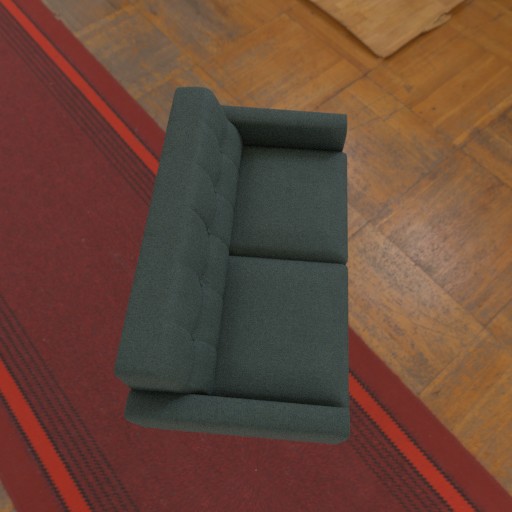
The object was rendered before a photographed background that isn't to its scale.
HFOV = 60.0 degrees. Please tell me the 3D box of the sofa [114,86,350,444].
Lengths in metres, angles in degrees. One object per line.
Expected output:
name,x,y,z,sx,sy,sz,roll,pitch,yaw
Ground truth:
sofa,0.000,0.000,2.178,0.909,0.841,1.631,4,64,2
